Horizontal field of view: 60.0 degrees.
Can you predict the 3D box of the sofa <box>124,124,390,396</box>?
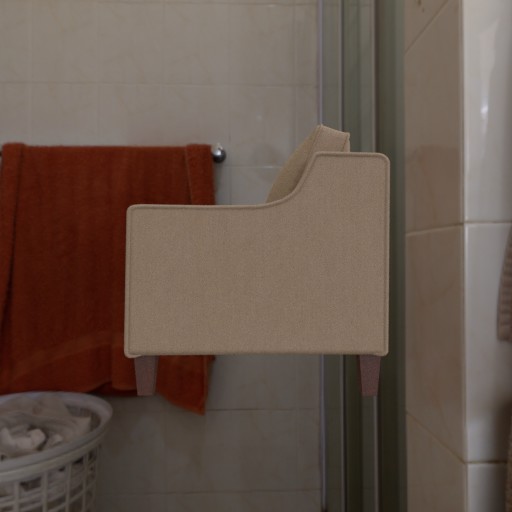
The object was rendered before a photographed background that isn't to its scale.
[{"bbox_3d":[0.000,0.000,2.485,0.911,0.974,1.986,0,0,0],"label":"sofa"}]
